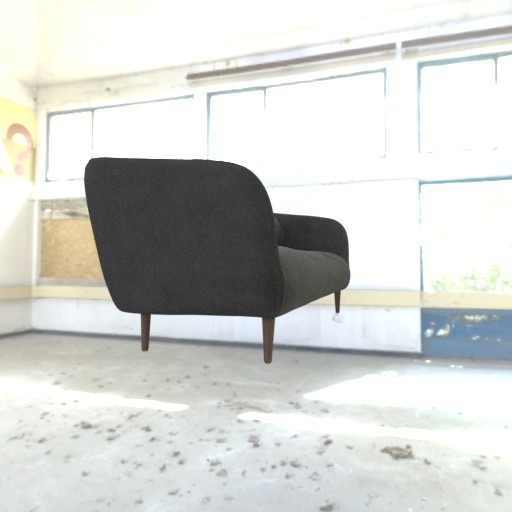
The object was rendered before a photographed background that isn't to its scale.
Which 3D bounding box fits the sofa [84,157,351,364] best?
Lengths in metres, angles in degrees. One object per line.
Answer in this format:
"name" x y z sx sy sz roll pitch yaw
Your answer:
"sofa" 0.000 0.000 2.739 0.956 0.875 2.296 0 -1 19
